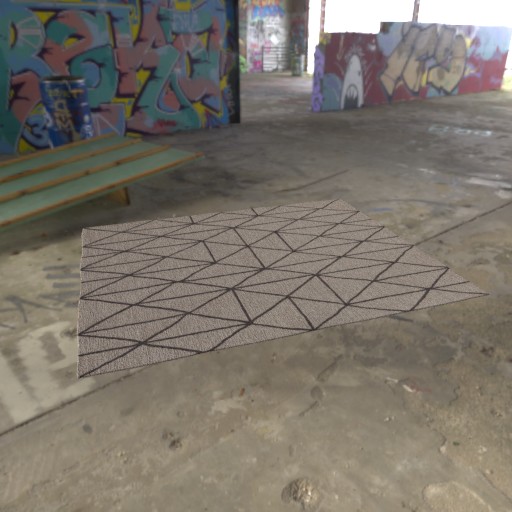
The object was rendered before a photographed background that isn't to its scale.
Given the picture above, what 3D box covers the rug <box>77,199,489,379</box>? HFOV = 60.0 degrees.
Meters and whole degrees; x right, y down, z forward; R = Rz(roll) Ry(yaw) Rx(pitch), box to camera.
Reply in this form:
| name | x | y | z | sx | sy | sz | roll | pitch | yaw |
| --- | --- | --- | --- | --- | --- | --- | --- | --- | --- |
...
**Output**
| name | x | y | z | sx | sy | sz | roll | pitch | yaw |
| --- | --- | --- | --- | --- | --- | --- | --- | --- | --- |
| rug | 0.000 | 0.000 | 4.075 | 3.061 | 0.022 | 2.468 | -8 | 27 | -17 |
